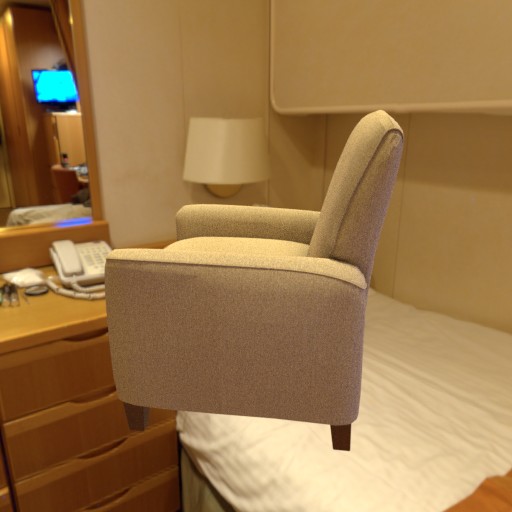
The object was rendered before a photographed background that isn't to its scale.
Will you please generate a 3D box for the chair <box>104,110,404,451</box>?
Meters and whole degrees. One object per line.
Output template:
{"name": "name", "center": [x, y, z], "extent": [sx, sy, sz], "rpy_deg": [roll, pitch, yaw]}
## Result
{"name": "chair", "center": [0.000, 0.000, 1.623], "extent": [0.864, 1.014, 0.848], "rpy_deg": [2, 17, 8]}
